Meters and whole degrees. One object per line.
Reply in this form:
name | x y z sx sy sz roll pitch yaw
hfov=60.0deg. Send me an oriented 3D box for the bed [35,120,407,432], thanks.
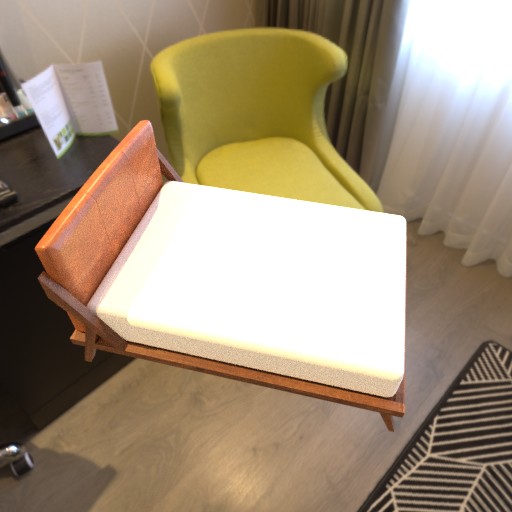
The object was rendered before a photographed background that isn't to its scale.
bed | 0.000 0.000 3.295 2.311 1.168 1.651 10 47 9
